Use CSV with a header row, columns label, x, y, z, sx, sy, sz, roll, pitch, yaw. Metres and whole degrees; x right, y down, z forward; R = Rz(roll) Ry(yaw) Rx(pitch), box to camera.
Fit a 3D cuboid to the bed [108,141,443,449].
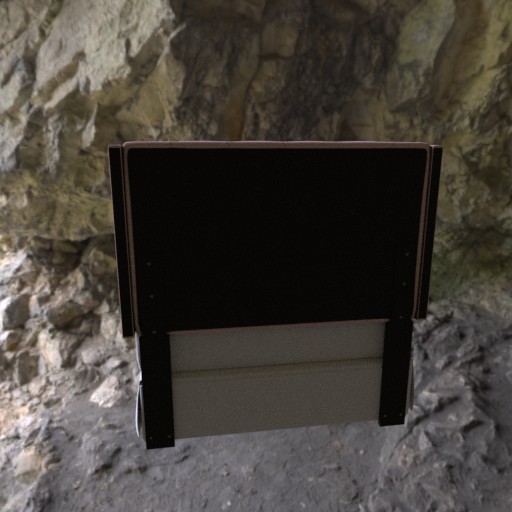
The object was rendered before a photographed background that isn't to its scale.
label,x,y,z,sx,sy,sz,roll,pitch,yaw
bed,0.000,0.000,3.374,1.719,1.665,2.066,-2,14,-9
